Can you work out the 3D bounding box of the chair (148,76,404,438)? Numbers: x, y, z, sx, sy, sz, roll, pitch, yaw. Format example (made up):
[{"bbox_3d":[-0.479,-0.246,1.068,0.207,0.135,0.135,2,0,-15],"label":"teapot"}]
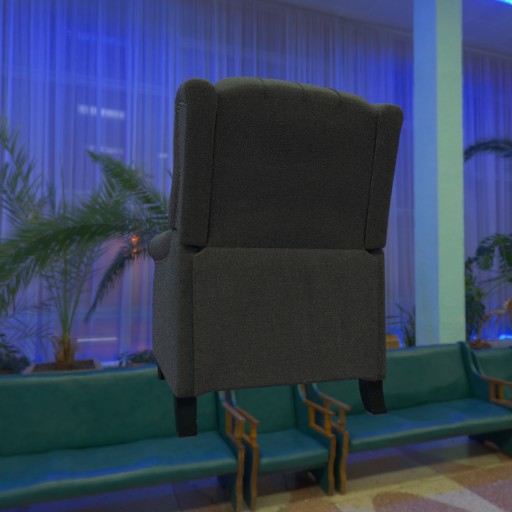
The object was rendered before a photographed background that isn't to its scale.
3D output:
[{"bbox_3d":[0.000,0.000,1.653,0.742,1.035,0.898,1,-2,-18],"label":"chair"}]
